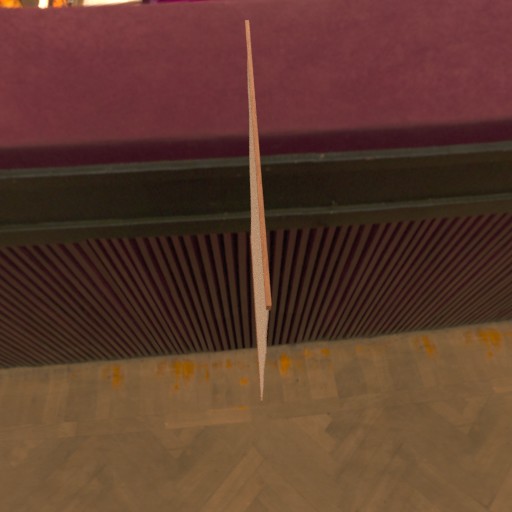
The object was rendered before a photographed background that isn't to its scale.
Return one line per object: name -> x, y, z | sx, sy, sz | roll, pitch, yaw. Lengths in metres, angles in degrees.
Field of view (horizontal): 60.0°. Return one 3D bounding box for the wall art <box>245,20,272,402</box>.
wall art -> 0.000, 0.000, 1.948 | 0.019, 1.527, 1.019 | -3, 64, -2
